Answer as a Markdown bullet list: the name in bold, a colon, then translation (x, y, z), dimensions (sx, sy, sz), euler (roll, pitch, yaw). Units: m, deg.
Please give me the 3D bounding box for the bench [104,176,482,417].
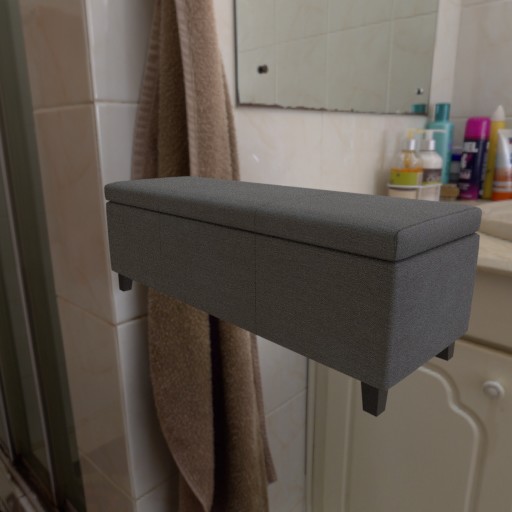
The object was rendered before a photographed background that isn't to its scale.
- **bench**: translation (0.000, 0.000, 1.476), dimensions (0.446, 0.438, 1.269), euler (-14, 20, -42)
